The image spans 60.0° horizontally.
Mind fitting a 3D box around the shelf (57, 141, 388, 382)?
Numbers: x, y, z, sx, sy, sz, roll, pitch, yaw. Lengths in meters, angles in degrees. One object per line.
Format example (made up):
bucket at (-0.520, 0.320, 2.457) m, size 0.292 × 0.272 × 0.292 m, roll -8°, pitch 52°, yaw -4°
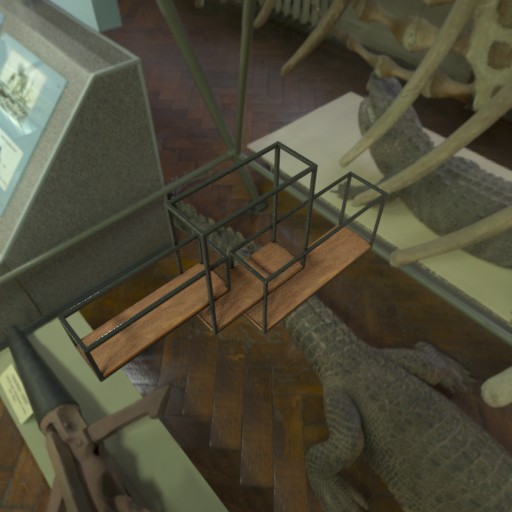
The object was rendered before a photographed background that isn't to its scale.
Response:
shelf at (0.000, 0.000, 2.157) m, size 1.781 × 0.972 × 0.275 m, roll -34°, pitch 57°, yaw -27°
